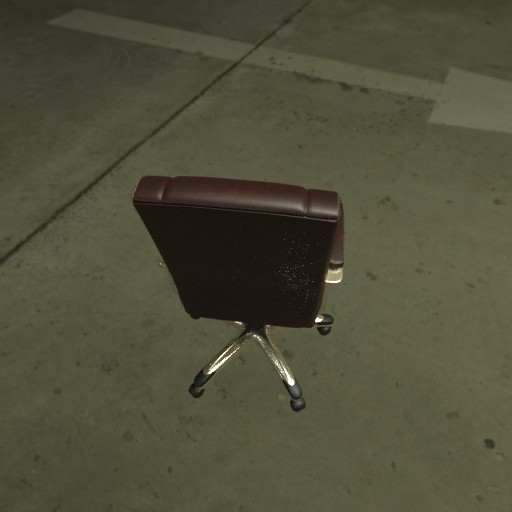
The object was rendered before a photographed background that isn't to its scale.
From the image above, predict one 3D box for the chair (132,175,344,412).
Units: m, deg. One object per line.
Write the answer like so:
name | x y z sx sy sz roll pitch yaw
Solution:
chair | 0.000 0.000 1.560 0.662 1.107 0.739 6 47 5
